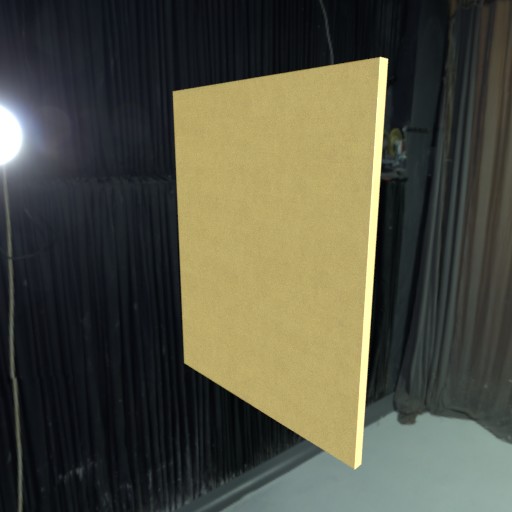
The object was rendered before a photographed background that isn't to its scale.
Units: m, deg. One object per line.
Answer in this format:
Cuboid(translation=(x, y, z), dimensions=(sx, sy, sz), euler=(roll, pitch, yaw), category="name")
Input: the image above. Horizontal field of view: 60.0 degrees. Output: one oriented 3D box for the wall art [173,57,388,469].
Cuboid(translation=(0.000, 0.000, 1.337), dimensions=(0.030, 1.002, 0.798), euler=(-12, 18, -41), category="wall art")
